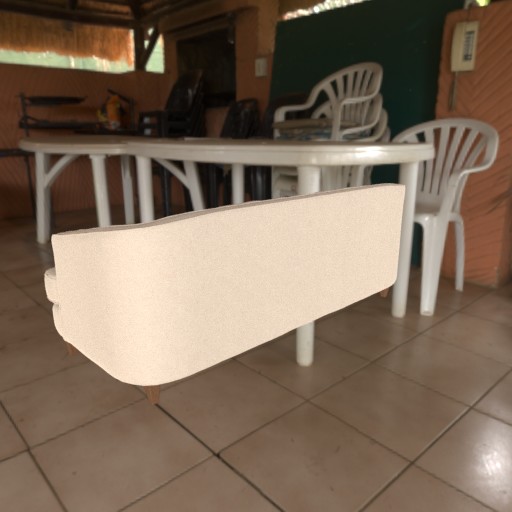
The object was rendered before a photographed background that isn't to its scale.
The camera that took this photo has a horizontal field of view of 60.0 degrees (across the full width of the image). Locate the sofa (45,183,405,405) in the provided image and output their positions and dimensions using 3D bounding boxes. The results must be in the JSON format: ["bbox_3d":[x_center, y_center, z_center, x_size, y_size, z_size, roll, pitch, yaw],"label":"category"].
[{"bbox_3d":[0.000,0.000,2.779,2.278,0.855,0.941,-14,21,-41],"label":"sofa"}]
